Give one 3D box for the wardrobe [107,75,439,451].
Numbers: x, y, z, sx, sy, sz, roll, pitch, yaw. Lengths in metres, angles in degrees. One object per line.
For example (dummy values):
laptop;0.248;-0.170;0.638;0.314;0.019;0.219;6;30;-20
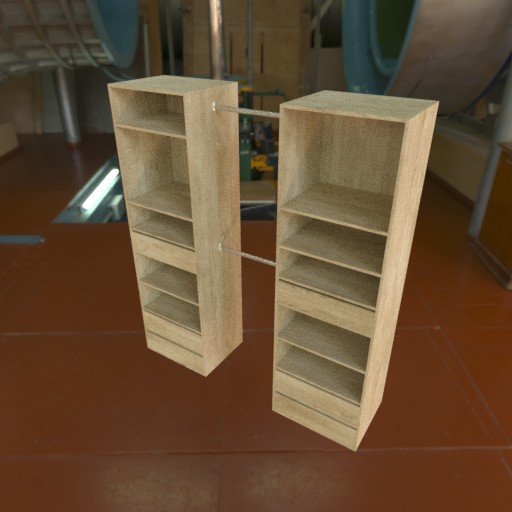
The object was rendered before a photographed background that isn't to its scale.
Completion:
wardrobe;0.000;0.000;2.843;1.770;2.000;0.480;17;33;28
